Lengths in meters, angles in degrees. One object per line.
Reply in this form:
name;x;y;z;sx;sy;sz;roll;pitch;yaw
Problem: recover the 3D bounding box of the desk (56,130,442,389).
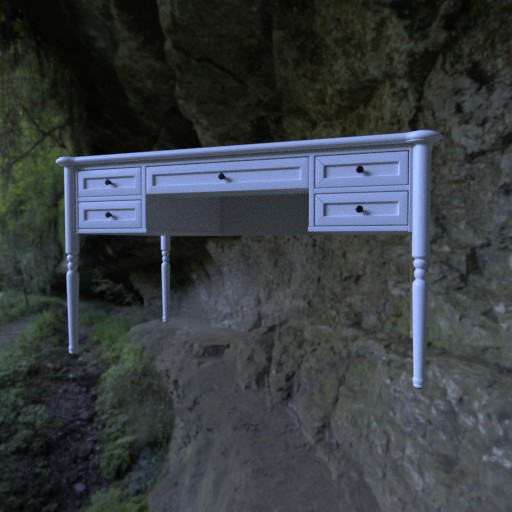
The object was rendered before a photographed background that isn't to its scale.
desk;0.000;0.000;1.861;1.380;0.762;0.807;1;2;19
